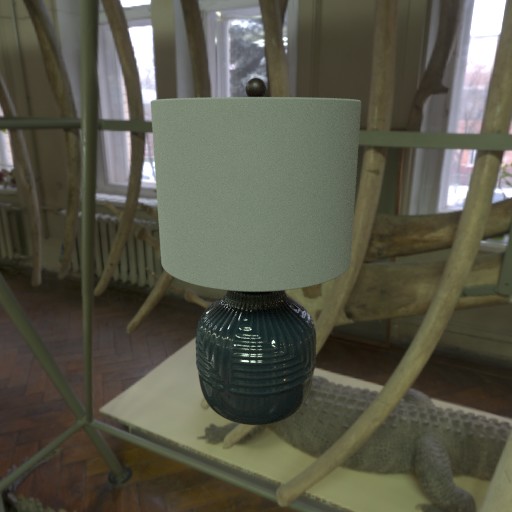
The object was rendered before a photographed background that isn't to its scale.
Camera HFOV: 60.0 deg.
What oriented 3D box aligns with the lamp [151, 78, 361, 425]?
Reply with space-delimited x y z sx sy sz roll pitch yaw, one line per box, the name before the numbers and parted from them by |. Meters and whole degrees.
lamp | 0.000 0.000 0.759 0.318 0.567 0.318 0 17 0
